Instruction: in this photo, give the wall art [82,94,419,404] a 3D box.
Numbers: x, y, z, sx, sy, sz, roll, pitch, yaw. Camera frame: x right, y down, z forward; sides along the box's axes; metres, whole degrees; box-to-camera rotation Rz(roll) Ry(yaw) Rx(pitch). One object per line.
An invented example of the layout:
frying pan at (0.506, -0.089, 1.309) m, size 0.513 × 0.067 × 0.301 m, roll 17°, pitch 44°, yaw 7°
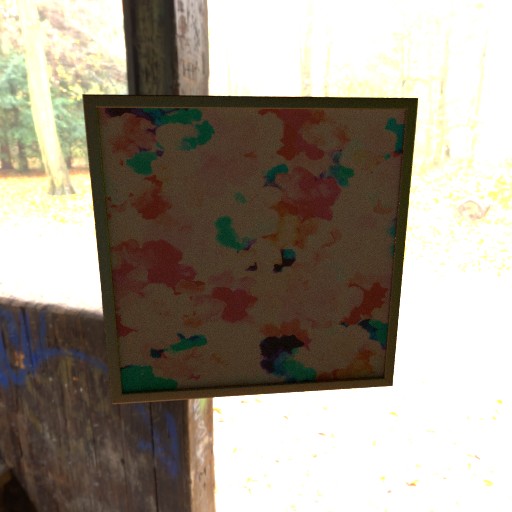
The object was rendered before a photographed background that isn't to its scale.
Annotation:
wall art at (0.000, 0.000, 0.751) m, size 0.510 × 0.509 × 0.037 m, roll -2°, pitch 15°, yaw -6°
